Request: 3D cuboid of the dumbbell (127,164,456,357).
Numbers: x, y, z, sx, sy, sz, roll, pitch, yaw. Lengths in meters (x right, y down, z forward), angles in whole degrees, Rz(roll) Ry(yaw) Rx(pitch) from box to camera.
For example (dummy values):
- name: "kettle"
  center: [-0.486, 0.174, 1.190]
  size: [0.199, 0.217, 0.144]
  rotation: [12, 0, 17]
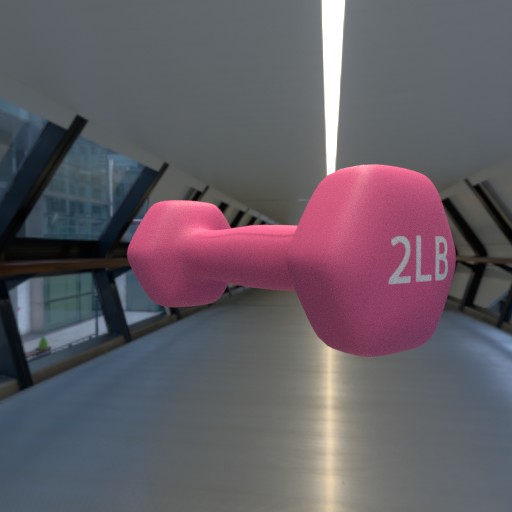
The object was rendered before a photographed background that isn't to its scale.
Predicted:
- name: "dumbbell"
  center: [0.000, 0.000, 0.176]
  size: [0.058, 0.053, 0.146]
  rotation: [-1, 2, -36]
